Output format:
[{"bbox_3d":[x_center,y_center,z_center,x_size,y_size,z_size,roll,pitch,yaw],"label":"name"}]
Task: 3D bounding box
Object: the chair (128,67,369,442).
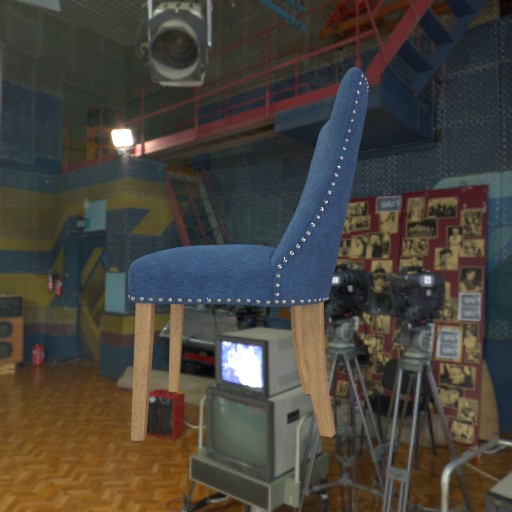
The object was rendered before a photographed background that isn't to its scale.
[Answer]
[{"bbox_3d":[0.000,0.000,1.279,0.610,0.902,0.495,0,-2,1],"label":"chair"}]
